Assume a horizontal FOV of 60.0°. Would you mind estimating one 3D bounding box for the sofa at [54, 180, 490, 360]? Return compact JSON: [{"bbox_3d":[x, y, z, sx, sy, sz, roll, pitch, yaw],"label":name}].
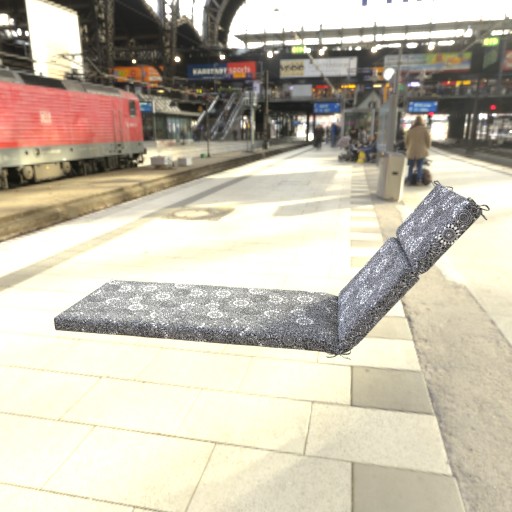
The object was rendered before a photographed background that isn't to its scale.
[{"bbox_3d":[0.000,0.000,1.908,1.663,0.622,0.582,3,16,9],"label":"sofa"}]
